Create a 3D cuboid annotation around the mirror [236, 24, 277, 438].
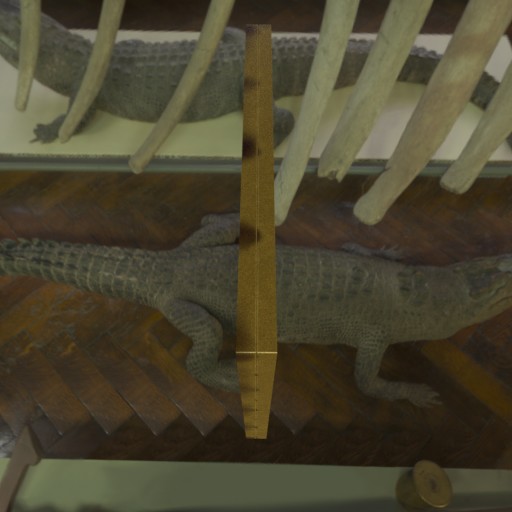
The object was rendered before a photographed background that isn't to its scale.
[{"bbox_3d":[0.000,0.000,0.755,0.042,0.507,0.509,0,59,0],"label":"mirror"}]
